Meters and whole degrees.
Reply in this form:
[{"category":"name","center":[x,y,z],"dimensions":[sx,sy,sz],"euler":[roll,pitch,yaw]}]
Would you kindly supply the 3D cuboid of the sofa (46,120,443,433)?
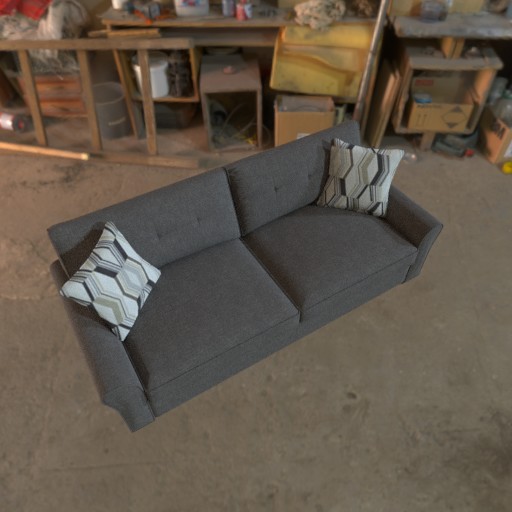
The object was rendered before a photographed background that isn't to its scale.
[{"category":"sofa","center":[0.000,0.000,2.499],"dimensions":[2.032,0.813,0.889],"euler":[-24,52,-21]}]
